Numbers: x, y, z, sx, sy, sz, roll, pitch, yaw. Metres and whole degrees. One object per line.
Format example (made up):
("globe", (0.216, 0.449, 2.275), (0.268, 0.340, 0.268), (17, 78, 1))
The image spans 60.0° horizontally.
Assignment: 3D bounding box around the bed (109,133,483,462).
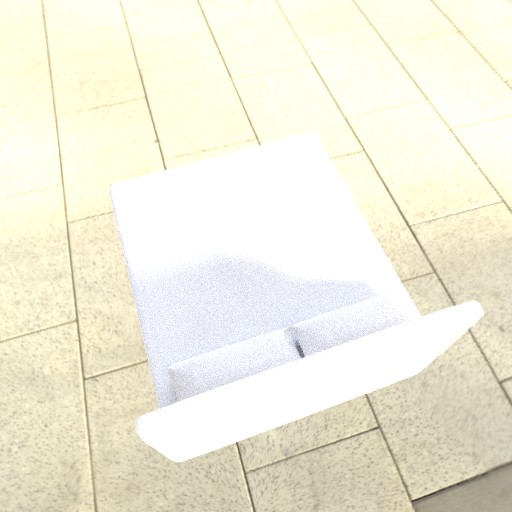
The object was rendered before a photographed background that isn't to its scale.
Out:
("bed", (0.000, 0.000, 3.481), (2.119, 1.317, 2.341), (-17, 61, -10))
